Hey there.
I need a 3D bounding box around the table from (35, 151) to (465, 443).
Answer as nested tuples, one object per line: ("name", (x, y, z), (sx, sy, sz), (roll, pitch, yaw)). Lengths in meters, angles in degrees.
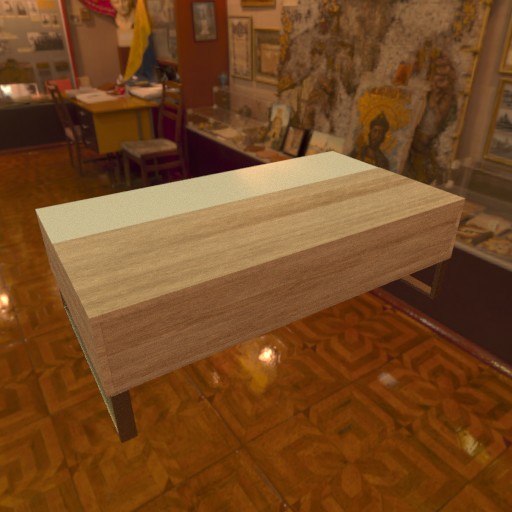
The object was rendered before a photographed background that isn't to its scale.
("table", (0.000, 0.000, 1.375), (1.100, 0.350, 0.600), (-17, 33, -28))
